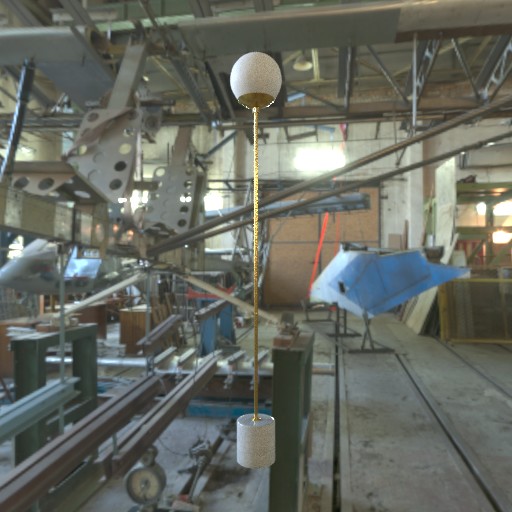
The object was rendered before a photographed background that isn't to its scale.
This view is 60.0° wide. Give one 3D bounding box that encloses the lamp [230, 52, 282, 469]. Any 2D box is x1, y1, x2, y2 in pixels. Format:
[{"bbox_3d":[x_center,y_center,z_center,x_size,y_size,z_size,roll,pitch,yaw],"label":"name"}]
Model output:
[{"bbox_3d":[0.000,0.000,1.915,0.224,1.753,0.224,1,-1,-35],"label":"lamp"}]
